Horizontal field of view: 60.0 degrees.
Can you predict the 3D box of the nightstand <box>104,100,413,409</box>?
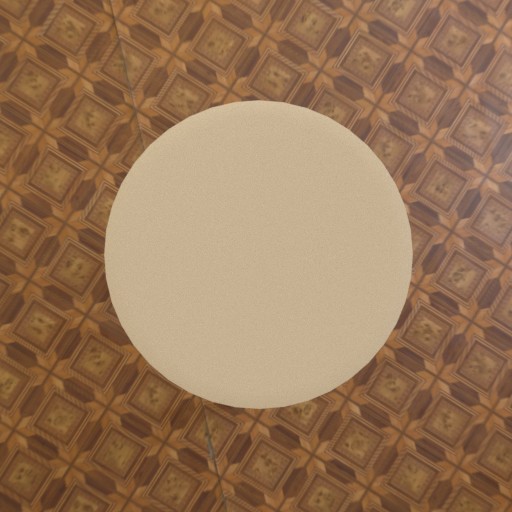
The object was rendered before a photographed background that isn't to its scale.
[{"bbox_3d":[0.000,0.000,1.062,0.513,0.653,0.513,0,89,-1],"label":"nightstand"}]
